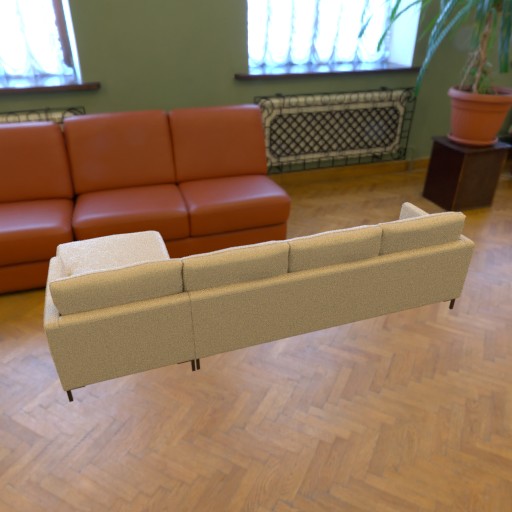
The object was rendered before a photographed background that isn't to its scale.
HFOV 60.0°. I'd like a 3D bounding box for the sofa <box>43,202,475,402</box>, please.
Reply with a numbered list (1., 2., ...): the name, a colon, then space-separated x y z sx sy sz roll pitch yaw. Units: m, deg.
1. sofa: 0.000 0.000 3.178 2.731 0.755 1.258 -10 32 -16
